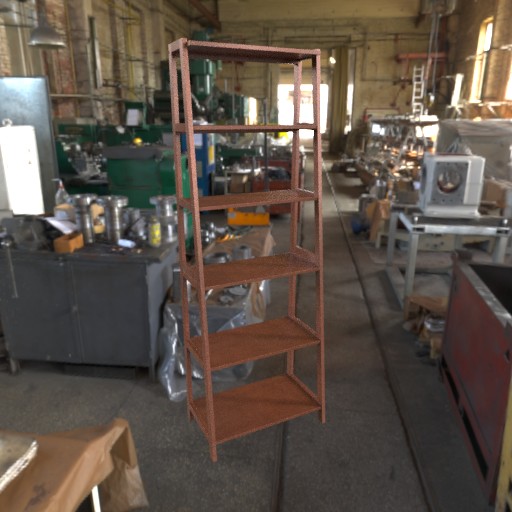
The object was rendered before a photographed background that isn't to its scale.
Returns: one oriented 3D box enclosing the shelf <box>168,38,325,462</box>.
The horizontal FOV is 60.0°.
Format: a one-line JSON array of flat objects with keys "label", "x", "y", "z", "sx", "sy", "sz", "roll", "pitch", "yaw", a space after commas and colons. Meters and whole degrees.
[{"label": "shelf", "x": 0.000, "y": 0.000, "z": 2.167, "sx": 0.660, "sy": 1.892, "sz": 0.382, "roll": -8, "pitch": 19, "yaw": -25}]
